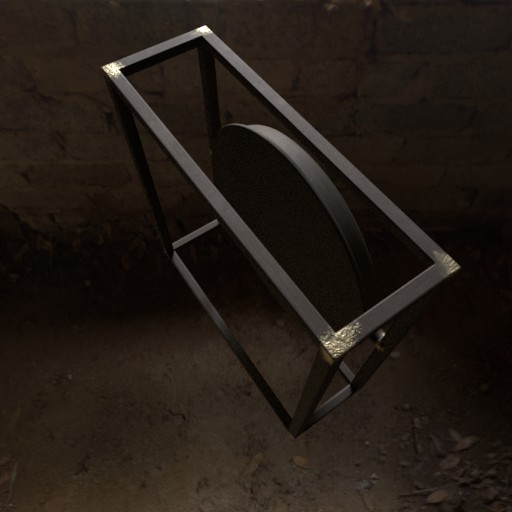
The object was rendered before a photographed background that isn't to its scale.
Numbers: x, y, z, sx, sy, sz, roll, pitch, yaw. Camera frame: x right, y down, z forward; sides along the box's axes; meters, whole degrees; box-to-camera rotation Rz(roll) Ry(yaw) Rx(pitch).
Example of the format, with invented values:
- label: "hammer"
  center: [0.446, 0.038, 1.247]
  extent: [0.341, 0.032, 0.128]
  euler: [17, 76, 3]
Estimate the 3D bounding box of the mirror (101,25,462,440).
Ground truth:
- label: "mirror"
  center: [0.000, 0.000, 0.456]
  extent: [0.107, 0.303, 0.306]
  euler: [-31, 64, -17]
